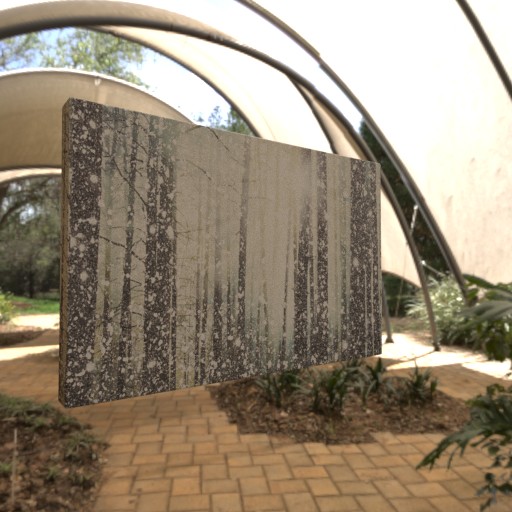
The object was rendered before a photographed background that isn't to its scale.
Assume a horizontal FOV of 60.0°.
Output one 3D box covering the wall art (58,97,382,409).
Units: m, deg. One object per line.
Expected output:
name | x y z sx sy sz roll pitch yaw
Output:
wall art | 0.000 0.000 0.758 0.618 0.398 0.042 1 -2 -35
